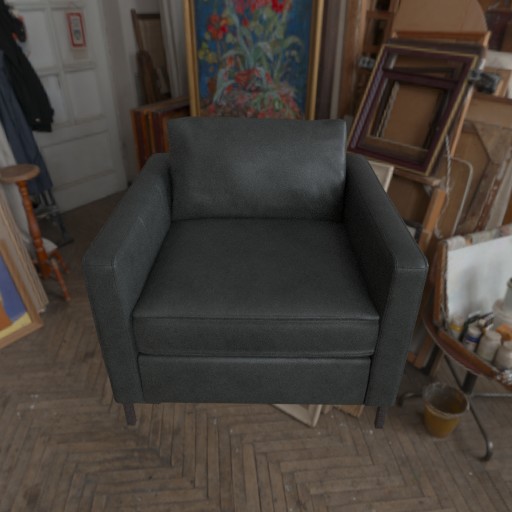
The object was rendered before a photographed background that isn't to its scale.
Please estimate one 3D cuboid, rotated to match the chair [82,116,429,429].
[{"bbox_3d":[0.000,0.000,1.505,0.967,0.824,0.861,0,31,1],"label":"chair"}]
